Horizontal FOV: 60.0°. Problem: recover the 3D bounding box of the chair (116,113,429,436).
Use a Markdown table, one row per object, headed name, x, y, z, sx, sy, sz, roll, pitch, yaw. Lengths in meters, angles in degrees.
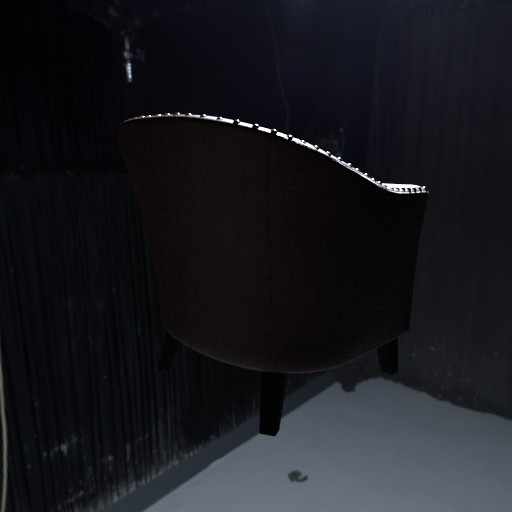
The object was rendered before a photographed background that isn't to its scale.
| name | x | y | z | sx | sy | sz | roll | pitch | yaw |
| --- | --- | --- | --- | --- | --- | --- | --- | --- | --- |
| chair | 0.000 | 0.000 | 1.410 | 0.748 | 0.823 | 0.794 | -13 | 19 | -43 |
